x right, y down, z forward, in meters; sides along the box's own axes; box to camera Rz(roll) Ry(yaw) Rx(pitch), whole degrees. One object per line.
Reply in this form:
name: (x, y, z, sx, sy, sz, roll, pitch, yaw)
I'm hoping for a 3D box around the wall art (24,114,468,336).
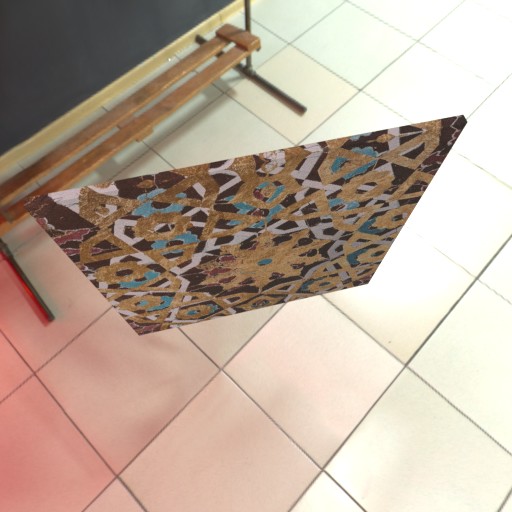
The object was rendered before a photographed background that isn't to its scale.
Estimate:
wall art: (0.000, 0.000, 0.579, 0.404, 0.406, 0.010, -12, 65, -6)
